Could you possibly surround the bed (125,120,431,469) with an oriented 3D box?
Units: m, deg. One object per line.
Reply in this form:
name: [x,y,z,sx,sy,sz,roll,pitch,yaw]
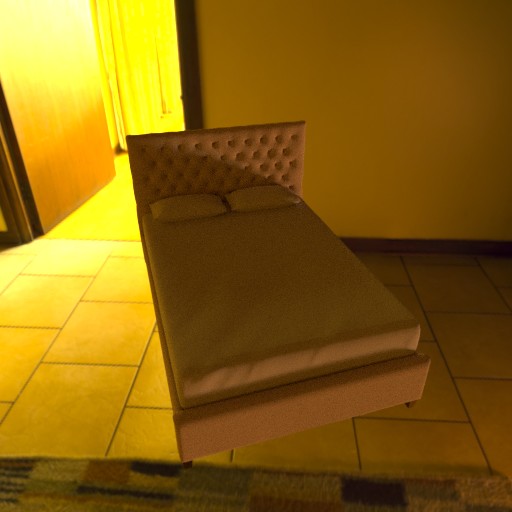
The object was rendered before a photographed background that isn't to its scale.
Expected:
bed: [0.000,0.000,3.503,1.698,1.427,2.387,-9,33,-14]
